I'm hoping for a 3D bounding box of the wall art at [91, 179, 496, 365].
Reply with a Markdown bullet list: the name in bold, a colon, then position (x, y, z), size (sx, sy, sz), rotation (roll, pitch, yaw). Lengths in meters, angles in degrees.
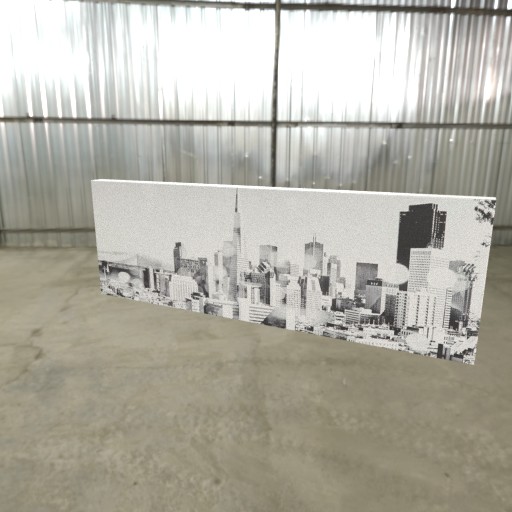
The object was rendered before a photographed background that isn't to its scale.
- **wall art**: position (0.000, 0.000, 0.831), size (0.766, 0.256, 0.036), rotation (7, 16, 25)
